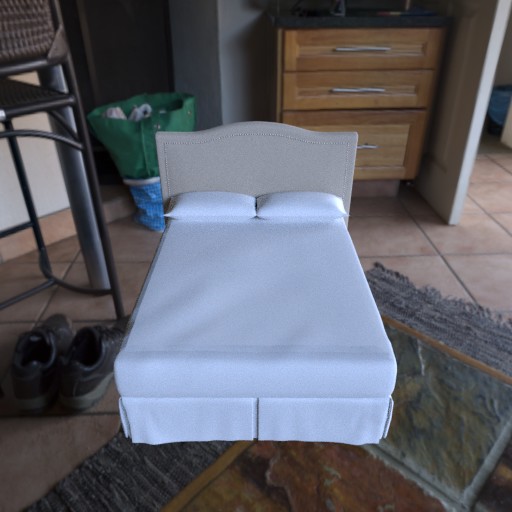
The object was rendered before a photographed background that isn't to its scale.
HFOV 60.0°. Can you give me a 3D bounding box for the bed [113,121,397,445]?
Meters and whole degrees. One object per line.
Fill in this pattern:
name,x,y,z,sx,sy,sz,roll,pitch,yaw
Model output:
bed,0.000,0.000,3.148,1.678,1.398,2.052,0,31,0
